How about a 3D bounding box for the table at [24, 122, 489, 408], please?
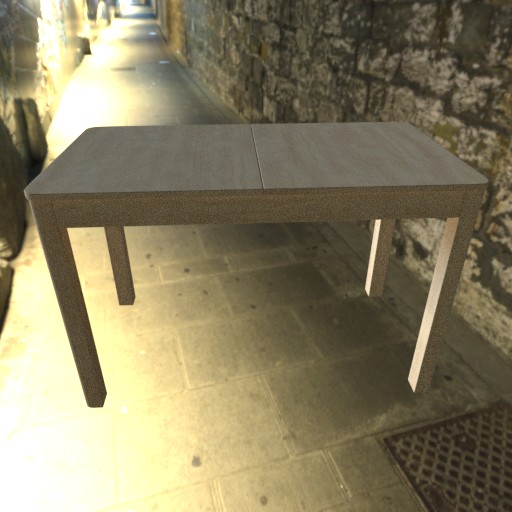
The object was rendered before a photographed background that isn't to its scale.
[{"bbox_3d":[0.000,0.000,1.849,1.400,0.900,0.750,-2,31,-3],"label":"table"}]
